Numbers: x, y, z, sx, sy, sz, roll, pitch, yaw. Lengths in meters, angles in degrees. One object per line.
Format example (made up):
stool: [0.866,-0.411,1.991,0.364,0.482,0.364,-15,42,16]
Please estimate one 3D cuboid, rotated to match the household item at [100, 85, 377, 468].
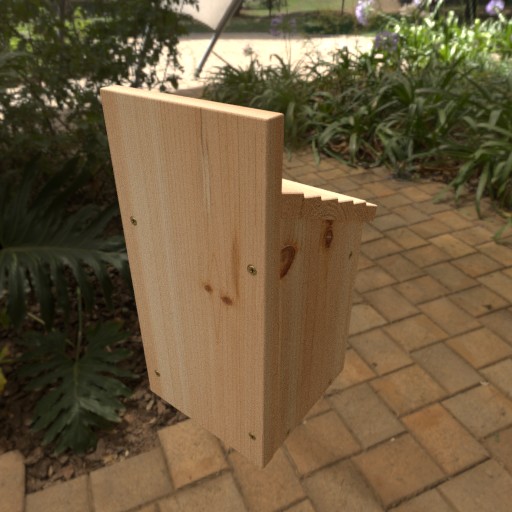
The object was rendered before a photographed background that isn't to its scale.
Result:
household item: [0.000,0.000,0.406,0.149,0.300,0.171,21,37,32]
